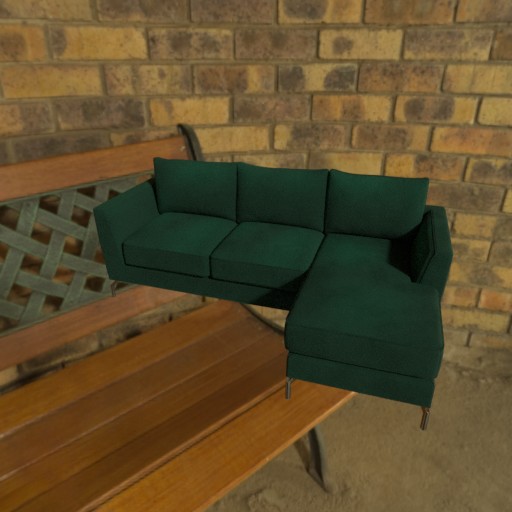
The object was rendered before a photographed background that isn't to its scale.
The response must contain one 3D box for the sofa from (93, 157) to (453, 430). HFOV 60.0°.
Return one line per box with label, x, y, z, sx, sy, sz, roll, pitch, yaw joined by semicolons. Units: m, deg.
sofa;0.000;0.000;3.054;2.441;1.007;1.489;8;27;16
